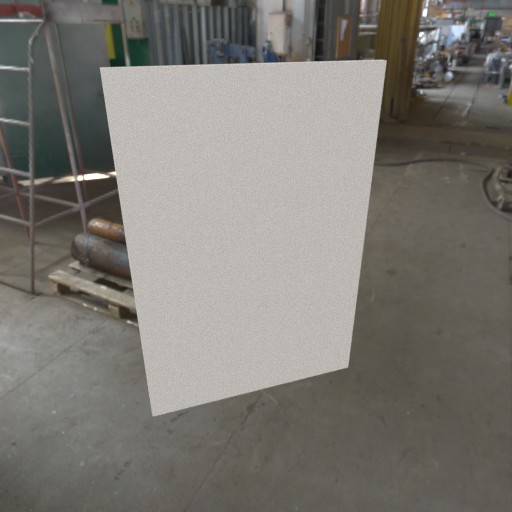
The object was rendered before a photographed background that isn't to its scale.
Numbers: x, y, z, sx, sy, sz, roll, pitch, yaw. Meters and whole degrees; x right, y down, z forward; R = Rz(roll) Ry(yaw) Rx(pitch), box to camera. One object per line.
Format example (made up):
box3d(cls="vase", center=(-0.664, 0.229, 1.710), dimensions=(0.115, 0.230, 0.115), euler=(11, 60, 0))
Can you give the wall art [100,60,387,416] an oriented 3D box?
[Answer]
box3d(cls="wall art", center=(0.000, 0.000, 0.594), dimensions=(0.325, 0.474, 0.010), euler=(-9, 29, -17))
